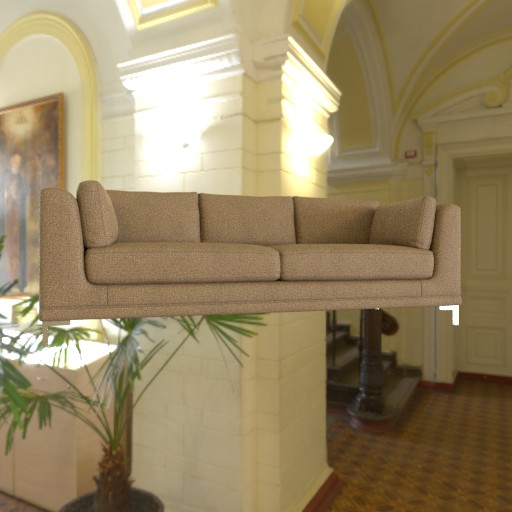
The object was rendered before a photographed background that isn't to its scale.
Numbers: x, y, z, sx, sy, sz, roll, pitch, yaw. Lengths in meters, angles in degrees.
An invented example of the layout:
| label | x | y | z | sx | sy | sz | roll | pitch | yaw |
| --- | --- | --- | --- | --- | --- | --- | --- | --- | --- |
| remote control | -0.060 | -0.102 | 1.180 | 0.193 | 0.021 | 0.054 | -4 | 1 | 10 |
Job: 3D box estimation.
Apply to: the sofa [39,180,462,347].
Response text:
| label | x | y | z | sx | sy | sz | roll | pitch | yaw |
| --- | --- | --- | --- | --- | --- | --- | --- | --- | --- |
| sofa | 0.000 | 0.000 | 2.873 | 2.415 | 0.867 | 0.969 | 0 | 0 | -17 |
